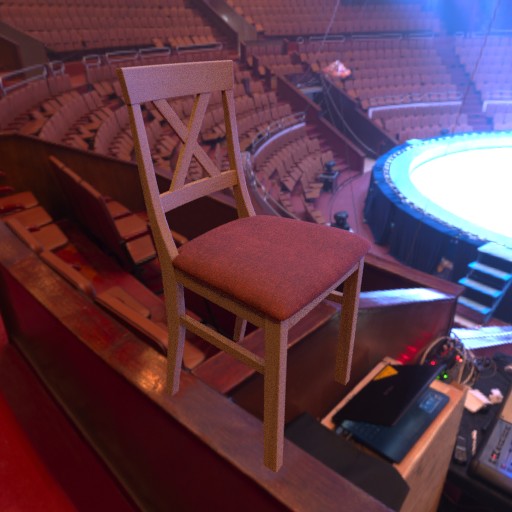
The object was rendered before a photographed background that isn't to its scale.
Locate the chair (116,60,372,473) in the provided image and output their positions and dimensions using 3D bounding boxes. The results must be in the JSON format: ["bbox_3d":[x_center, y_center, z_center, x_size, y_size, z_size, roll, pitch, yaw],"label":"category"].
[{"bbox_3d":[0.000,0.000,1.161,0.492,0.912,0.439,18,32,32],"label":"chair"}]
